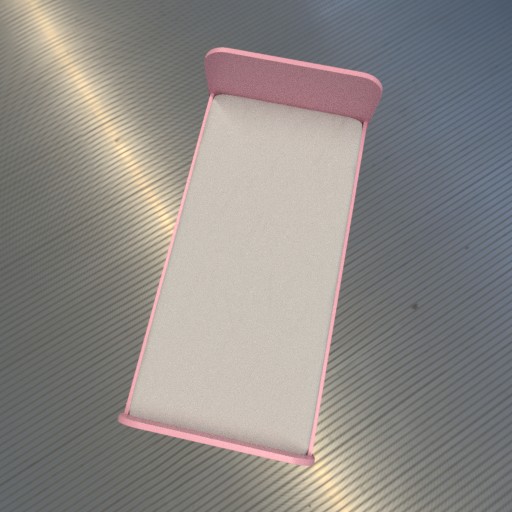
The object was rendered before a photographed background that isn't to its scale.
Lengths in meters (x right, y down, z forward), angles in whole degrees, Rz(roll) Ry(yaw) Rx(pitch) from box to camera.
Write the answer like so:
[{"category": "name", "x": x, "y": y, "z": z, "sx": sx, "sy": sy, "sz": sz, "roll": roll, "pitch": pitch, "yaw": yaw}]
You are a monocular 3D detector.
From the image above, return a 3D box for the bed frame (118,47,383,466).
[{"category": "bed frame", "x": 0.000, "y": 0.000, "z": 2.478, "sx": 0.998, "sy": 0.805, "sz": 1.963, "roll": 12, "pitch": 76, "yaw": 3}]
